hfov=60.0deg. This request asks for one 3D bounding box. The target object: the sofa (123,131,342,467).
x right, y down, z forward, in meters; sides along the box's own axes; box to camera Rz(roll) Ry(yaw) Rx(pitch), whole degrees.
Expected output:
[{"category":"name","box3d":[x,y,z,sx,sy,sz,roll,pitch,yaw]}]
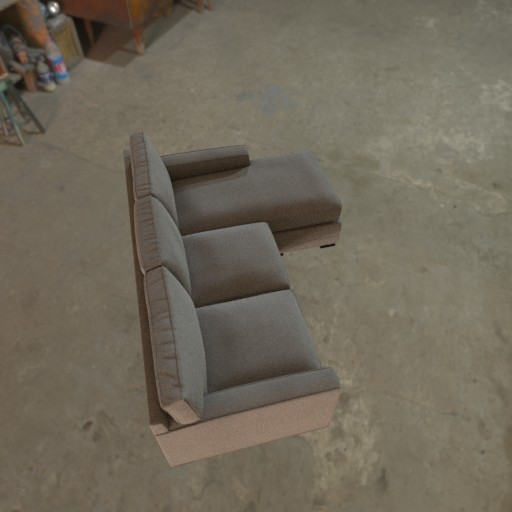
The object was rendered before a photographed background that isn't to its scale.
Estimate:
[{"category":"sofa","box3d":[0.000,0.000,2.900,1.496,0.861,2.087,-11,50,-9]}]
